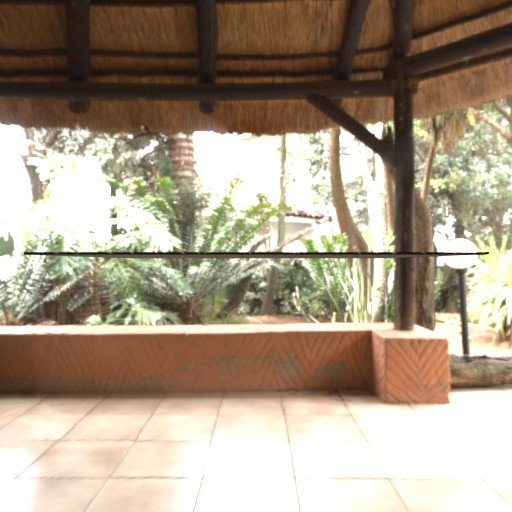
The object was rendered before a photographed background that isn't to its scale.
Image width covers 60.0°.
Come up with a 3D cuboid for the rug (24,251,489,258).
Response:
[{"bbox_3d":[0.000,0.000,4.091,3.047,0.022,2.439,0,-1,0],"label":"rug"}]
